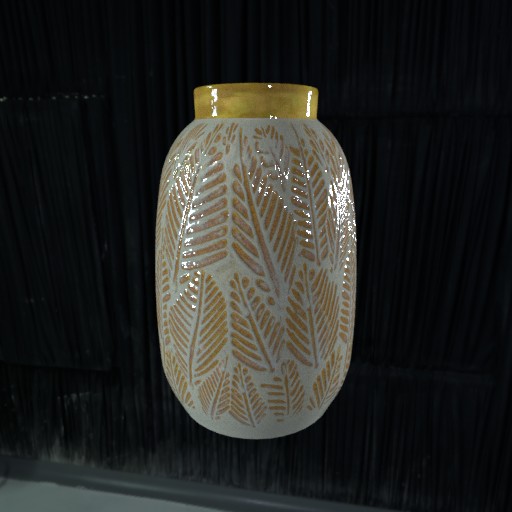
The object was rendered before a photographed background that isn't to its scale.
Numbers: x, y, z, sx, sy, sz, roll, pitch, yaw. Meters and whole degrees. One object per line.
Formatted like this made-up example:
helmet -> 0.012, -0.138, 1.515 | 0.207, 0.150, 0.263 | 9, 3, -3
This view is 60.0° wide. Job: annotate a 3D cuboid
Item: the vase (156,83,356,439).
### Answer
vase -> 0.000, 0.000, 0.382 | 0.172, 0.270, 0.172 | 0, 15, 0
